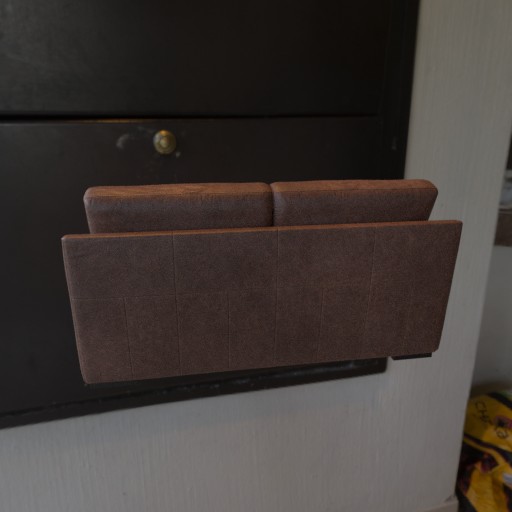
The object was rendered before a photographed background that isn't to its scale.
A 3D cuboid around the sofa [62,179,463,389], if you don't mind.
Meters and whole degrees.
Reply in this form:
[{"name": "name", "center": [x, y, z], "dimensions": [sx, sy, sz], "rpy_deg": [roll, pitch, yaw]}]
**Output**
[{"name": "sofa", "center": [0.000, 0.000, 2.549], "dimensions": [1.880, 0.939, 1.143], "rpy_deg": [-3, 17, -9]}]
